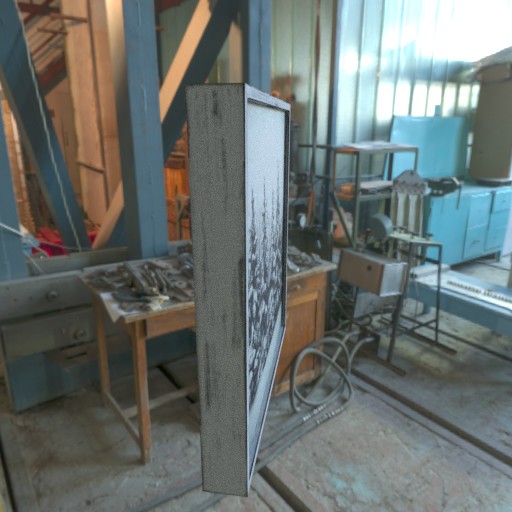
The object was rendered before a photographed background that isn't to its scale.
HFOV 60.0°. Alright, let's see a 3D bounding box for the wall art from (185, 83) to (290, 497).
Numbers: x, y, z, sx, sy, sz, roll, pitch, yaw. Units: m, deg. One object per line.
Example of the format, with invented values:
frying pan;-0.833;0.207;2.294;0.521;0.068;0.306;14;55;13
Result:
wall art;0.000;0.000;0.450;0.036;0.303;0.303;3;17;9
